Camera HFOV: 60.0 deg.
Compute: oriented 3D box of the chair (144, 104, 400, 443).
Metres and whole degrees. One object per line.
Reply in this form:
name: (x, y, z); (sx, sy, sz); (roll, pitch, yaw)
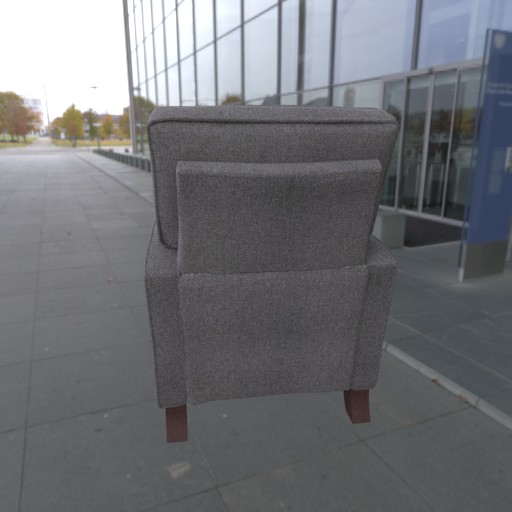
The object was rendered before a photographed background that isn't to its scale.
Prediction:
chair: (0.000, 0.000, 1.419); (0.650, 0.889, 0.775); (-2, 15, -9)
